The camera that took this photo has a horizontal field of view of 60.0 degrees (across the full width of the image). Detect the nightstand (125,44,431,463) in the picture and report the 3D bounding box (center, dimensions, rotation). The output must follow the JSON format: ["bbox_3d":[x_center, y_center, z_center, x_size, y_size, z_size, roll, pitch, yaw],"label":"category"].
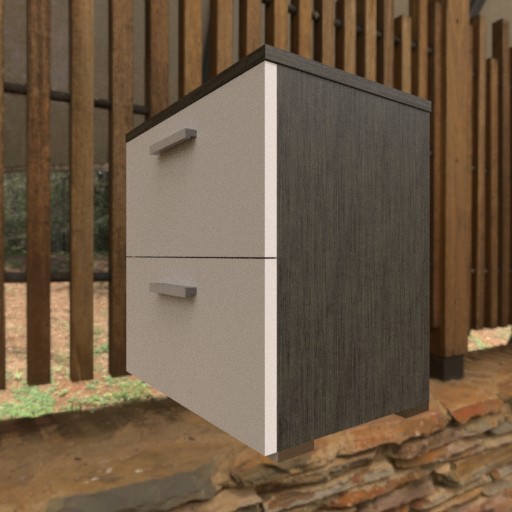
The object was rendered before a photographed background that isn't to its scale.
[{"bbox_3d":[0.000,0.000,0.744,0.325,0.460,0.441,0,0,-36],"label":"nightstand"}]
